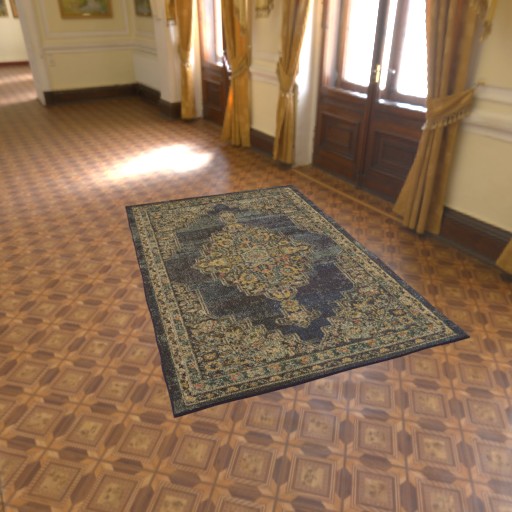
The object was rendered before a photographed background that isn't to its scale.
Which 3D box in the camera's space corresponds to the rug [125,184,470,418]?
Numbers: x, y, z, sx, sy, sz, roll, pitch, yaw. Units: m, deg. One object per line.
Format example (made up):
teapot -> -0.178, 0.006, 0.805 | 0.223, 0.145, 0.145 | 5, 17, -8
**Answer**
rug -> 0.000, 0.000, 2.310 | 1.184, 0.012, 1.781 | -10, 31, -17
